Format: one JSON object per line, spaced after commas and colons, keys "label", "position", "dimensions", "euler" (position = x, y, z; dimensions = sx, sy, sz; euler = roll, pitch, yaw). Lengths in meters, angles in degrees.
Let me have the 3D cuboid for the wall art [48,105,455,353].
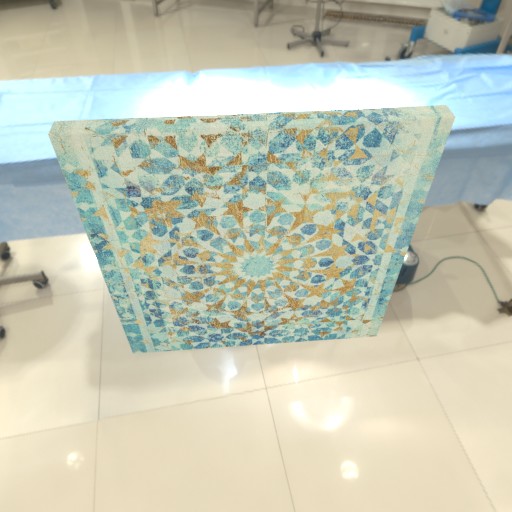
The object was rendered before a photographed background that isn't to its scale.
{"label": "wall art", "position": [0.000, 0.000, 0.894], "dimensions": [0.609, 0.609, 0.040], "euler": [-3, 47, -3]}
